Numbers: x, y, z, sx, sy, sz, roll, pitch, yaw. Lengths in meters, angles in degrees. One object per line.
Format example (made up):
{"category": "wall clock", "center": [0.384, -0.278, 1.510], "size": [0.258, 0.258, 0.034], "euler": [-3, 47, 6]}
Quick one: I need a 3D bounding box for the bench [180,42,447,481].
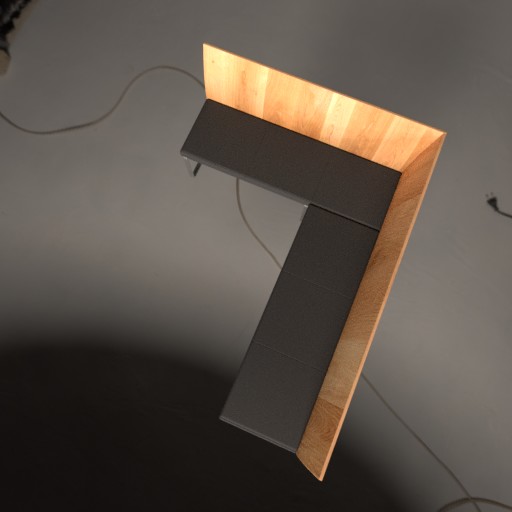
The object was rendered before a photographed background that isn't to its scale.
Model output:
{"category": "bench", "center": [0.000, 0.000, 2.788], "size": [1.495, 0.930, 1.945], "euler": [23, 77, 5]}
